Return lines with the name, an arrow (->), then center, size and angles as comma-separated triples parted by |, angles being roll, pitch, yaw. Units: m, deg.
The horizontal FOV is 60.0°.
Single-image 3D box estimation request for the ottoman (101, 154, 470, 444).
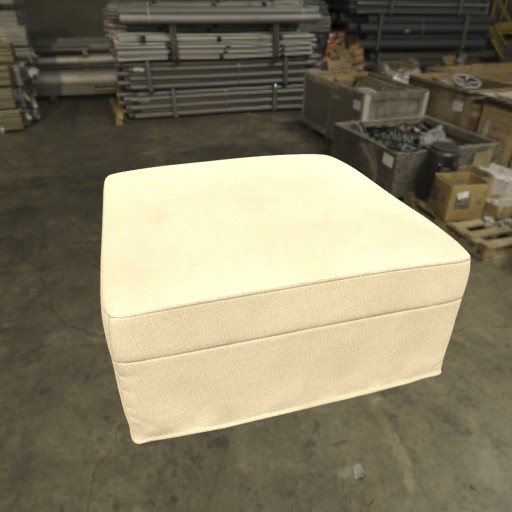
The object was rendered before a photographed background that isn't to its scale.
ottoman -> 0.000, 0.000, 1.337 | 0.843, 0.441, 0.842 | -8, 31, -14
